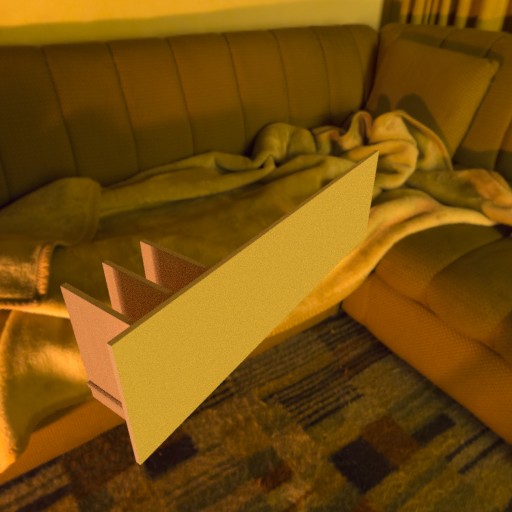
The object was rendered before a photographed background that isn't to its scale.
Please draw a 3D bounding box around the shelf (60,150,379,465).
[{"bbox_3d":[0.000,0.000,1.130,0.200,0.300,1.020,21,38,29],"label":"shelf"}]
